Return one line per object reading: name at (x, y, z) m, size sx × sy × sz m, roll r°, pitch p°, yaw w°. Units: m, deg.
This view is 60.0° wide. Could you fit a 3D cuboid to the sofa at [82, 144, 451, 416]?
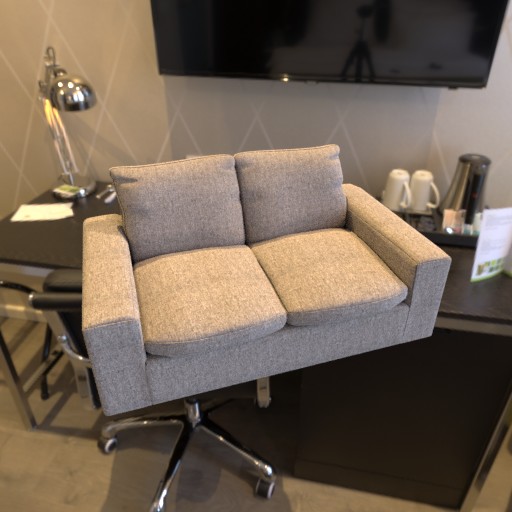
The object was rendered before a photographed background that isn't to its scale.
sofa at (0.000, 0.000, 2.415) m, size 1.758 × 0.877 × 1.094 m, roll -10°, pitch 32°, yaw -16°
